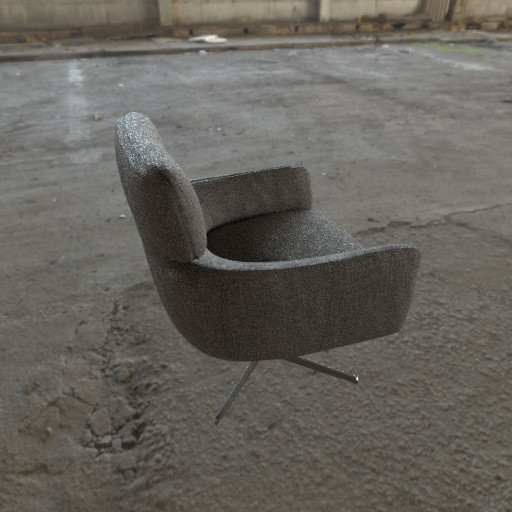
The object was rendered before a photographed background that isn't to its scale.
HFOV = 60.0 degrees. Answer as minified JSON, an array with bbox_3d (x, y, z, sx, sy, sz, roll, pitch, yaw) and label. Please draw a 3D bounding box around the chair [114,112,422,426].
[{"bbox_3d":[0.000,0.000,1.348,0.715,0.812,0.706,-10,32,-17],"label":"chair"}]
